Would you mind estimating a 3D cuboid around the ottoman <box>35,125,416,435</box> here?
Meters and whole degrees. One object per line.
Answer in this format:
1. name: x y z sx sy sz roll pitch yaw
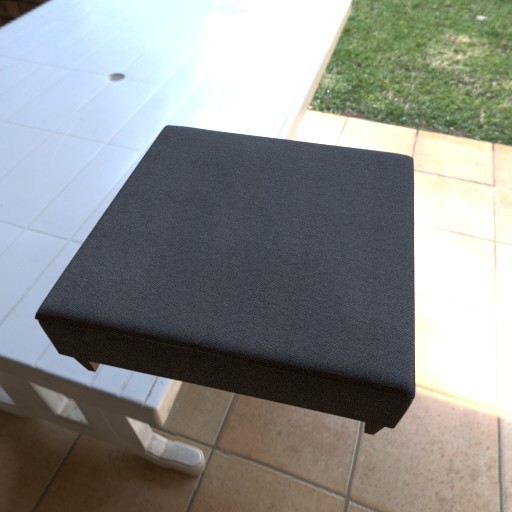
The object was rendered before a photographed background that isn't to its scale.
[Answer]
1. ottoman: 0.000 0.000 1.503 0.981 0.378 0.970 10 48 9
